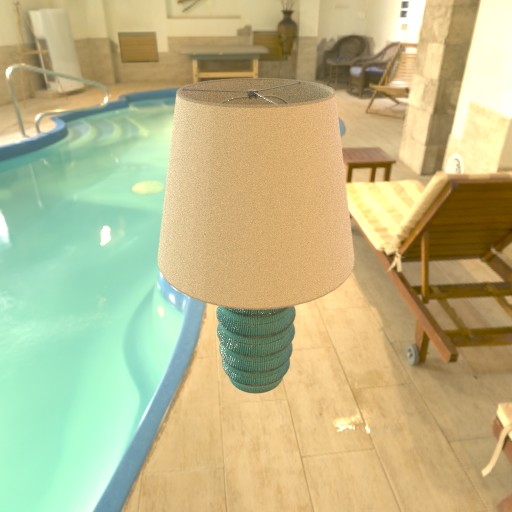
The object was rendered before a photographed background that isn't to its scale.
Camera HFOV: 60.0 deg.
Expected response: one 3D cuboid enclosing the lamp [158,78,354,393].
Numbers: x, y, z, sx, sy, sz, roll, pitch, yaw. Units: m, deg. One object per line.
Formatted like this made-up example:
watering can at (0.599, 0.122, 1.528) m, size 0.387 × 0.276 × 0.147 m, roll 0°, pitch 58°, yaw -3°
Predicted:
lamp at (0.000, 0.000, 0.817) m, size 0.355 × 0.582 × 0.355 m, roll 0°, pitch 30°, yaw 0°
